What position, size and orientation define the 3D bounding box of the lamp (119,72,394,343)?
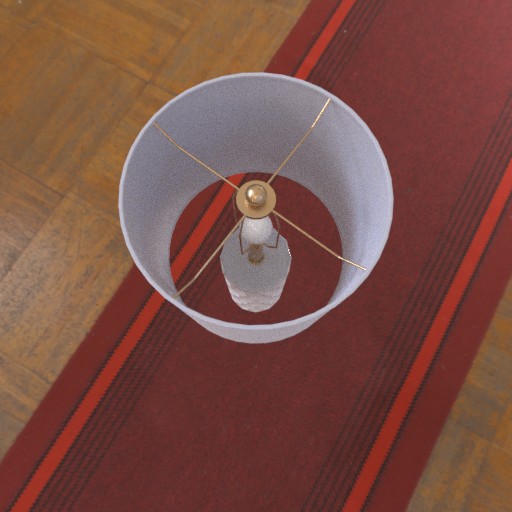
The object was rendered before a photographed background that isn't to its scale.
[{"bbox_3d":[0.000,0.000,0.706,0.277,0.537,0.277,-15,76,-4],"label":"lamp"}]
